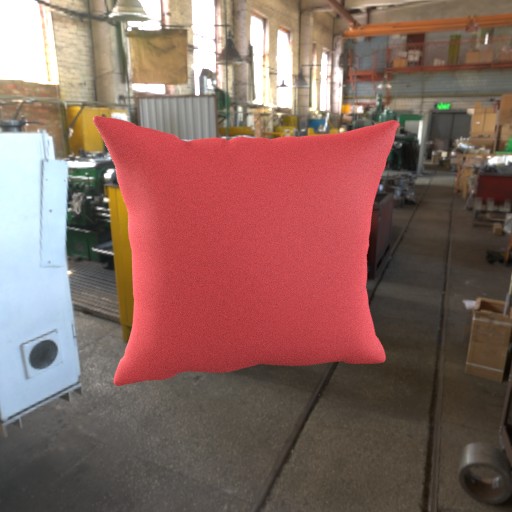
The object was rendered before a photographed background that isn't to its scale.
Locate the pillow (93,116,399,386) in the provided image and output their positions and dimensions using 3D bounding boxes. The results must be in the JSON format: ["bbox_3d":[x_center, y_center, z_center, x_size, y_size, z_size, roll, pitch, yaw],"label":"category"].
[{"bbox_3d":[0.000,0.000,0.834,0.559,0.501,0.229,-3,17,-9],"label":"pillow"}]
